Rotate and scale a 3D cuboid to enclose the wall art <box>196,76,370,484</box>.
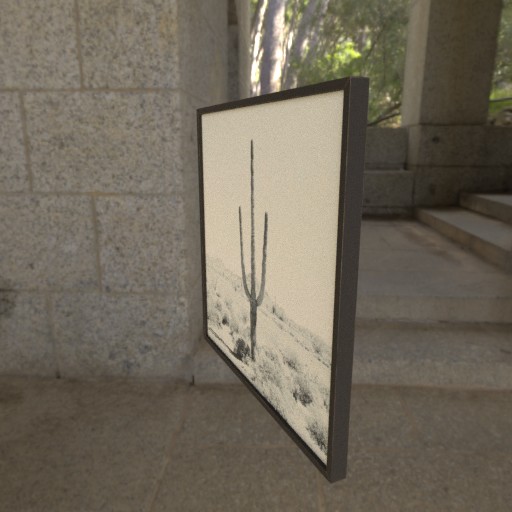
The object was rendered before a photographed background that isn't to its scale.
[{"bbox_3d":[0.000,0.000,1.131,0.038,0.762,0.762,-7,16,-25],"label":"wall art"}]
